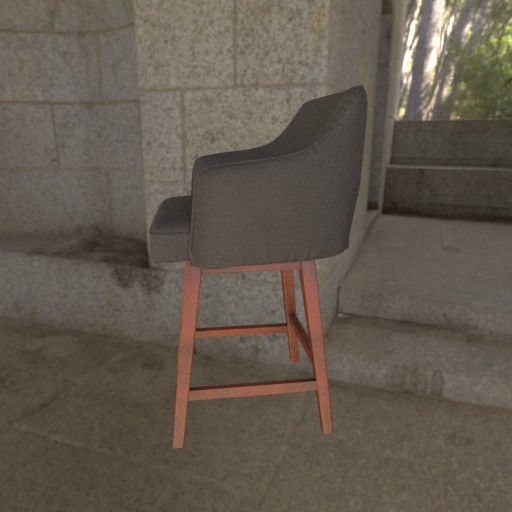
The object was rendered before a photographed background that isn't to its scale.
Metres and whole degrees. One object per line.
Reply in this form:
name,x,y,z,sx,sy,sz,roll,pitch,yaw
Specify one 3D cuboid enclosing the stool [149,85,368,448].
stool,0.000,0.000,1.281,0.558,0.912,0.548,-2,15,-8
